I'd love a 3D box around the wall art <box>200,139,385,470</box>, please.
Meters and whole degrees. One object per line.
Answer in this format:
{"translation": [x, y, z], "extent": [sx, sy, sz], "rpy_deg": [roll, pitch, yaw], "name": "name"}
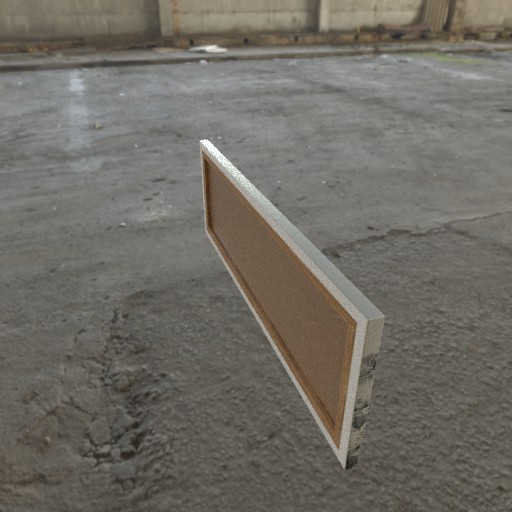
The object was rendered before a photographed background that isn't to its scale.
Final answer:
{"translation": [0.000, 0.000, 1.695], "extent": [0.044, 0.507, 1.520], "rpy_deg": [-10, 31, -17], "name": "wall art"}
